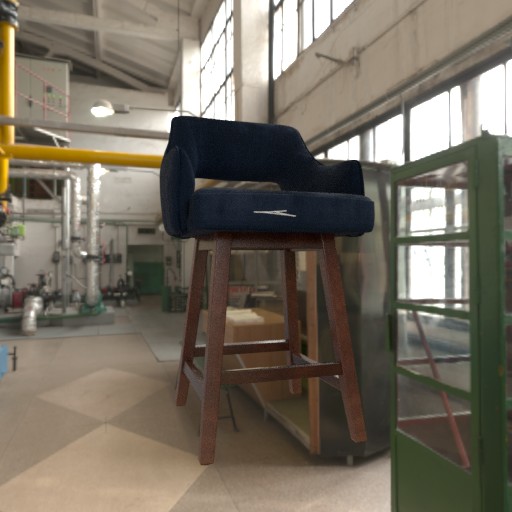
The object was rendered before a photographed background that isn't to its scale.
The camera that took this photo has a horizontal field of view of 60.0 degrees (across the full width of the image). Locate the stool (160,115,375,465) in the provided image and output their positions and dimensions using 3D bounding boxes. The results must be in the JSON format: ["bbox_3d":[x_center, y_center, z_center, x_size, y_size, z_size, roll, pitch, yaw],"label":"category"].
[{"bbox_3d":[0.000,0.000,1.294,0.550,0.940,0.560,0,0,-18],"label":"stool"}]
